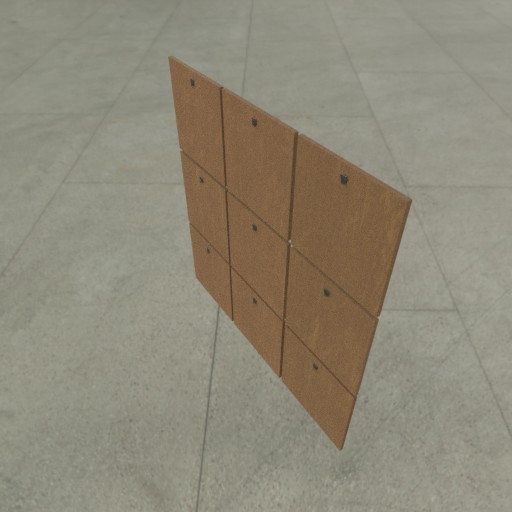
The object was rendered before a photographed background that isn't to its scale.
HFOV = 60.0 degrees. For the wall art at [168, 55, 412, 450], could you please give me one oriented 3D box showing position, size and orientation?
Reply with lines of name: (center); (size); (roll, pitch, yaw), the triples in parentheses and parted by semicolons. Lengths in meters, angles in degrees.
wall art: (0.000, 0.000, 1.331); (0.018, 0.913, 0.915); (-24, 47, -25)
